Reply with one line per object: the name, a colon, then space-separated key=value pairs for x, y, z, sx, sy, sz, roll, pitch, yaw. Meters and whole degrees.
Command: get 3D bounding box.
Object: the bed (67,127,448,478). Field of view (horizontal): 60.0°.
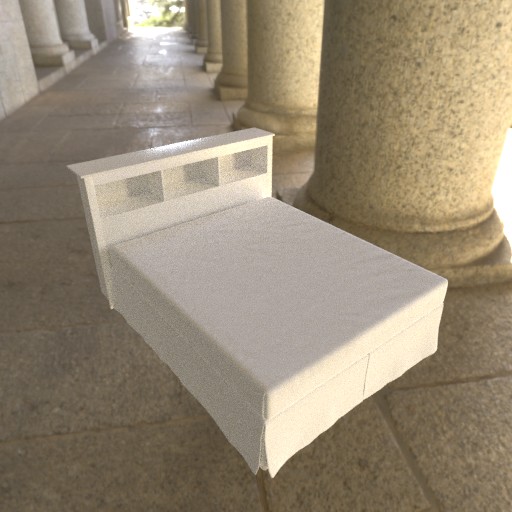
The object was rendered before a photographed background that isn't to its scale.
bed: x=0.000 y=0.000 z=3.088 sx=1.671 sy=1.092 sz=2.133 roll=-22 pitch=37 yaw=-33
